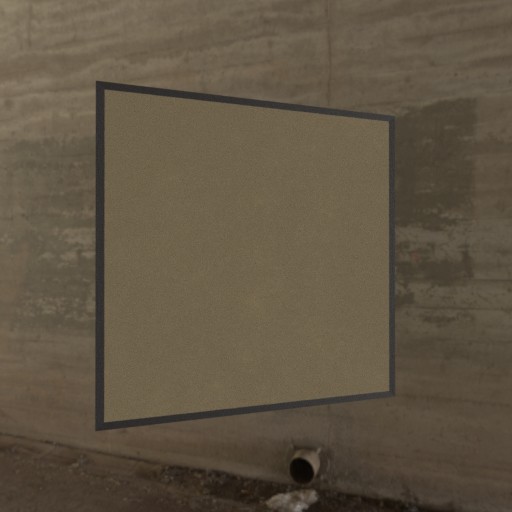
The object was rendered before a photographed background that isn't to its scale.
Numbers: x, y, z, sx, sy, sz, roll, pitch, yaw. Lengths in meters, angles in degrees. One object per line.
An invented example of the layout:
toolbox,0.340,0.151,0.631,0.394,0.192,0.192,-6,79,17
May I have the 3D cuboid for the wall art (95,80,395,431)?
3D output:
wall art,0.000,0.000,0.444,0.302,0.300,0.036,0,0,-18
